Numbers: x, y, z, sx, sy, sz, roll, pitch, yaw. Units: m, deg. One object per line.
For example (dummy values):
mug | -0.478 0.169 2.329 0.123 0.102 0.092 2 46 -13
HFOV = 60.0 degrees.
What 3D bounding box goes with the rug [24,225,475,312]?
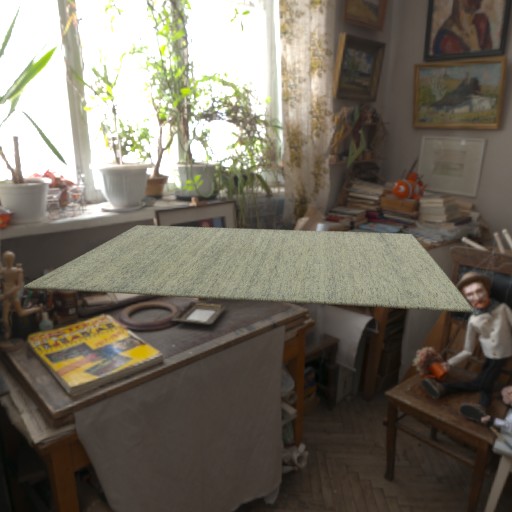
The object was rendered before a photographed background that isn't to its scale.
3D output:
rug | 0.000 0.000 2.370 1.846 0.014 1.243 2 17 8
